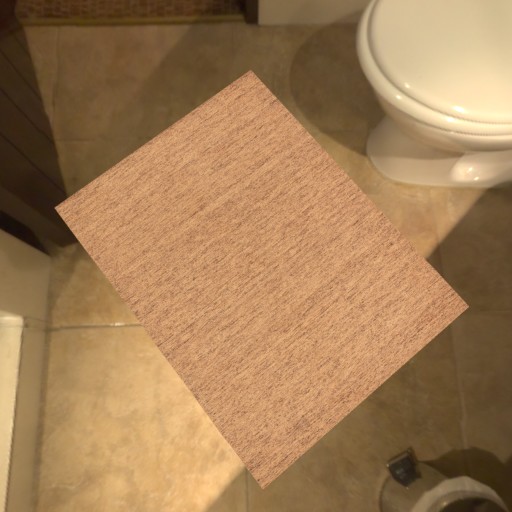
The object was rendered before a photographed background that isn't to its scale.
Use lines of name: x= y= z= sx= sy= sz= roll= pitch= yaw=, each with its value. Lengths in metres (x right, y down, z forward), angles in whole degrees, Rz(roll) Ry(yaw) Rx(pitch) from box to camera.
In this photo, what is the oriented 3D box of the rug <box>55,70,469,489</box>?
rug: x=0.000 y=0.000 z=4.189 sx=2.448 sy=0.013 sz=3.205 roll=-38 pitch=79 yaw=-9
